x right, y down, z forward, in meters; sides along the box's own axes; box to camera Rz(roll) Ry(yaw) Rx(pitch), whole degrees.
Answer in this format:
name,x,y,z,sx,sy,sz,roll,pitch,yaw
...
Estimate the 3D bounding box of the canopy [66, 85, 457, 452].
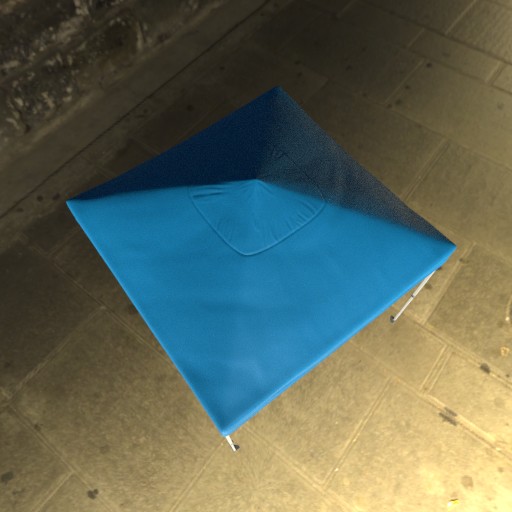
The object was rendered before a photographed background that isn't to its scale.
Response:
name,x,y,z,sx,sy,sz,roll,pitch,yaw
canopy,0.000,0.000,5.366,2.998,2.997,2.996,-34,67,-16
